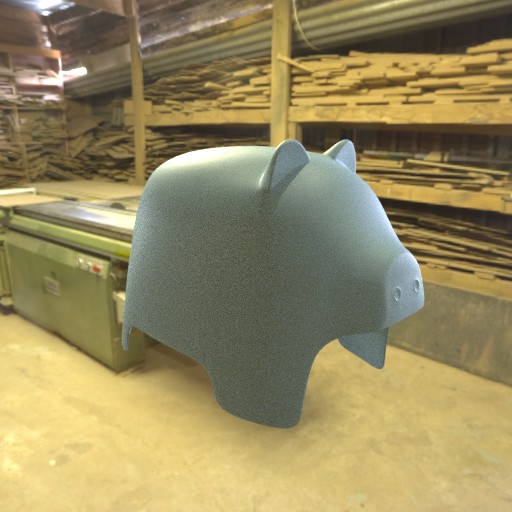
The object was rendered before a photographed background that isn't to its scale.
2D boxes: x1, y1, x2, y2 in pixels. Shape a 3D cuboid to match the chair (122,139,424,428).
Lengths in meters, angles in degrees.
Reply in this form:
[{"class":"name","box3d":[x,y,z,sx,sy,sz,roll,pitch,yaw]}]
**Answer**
[{"class":"chair","box3d":[0.000,0.000,0.835,0.364,0.423,0.619,-14,20,-43]}]
